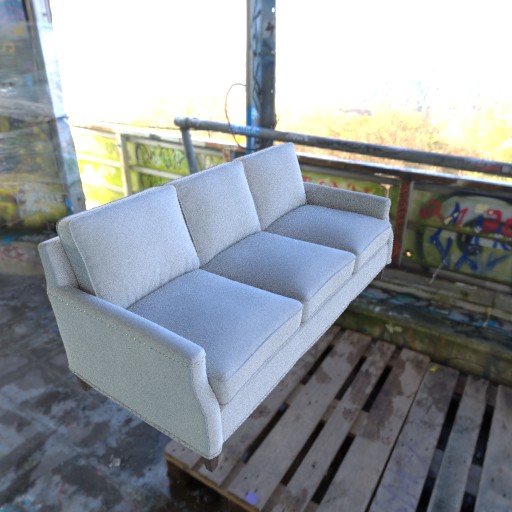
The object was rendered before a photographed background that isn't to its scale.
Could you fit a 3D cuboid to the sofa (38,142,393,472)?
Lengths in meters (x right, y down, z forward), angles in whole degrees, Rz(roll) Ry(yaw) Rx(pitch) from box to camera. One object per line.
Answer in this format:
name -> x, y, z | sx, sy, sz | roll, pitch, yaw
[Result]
sofa -> 0.000, 0.000, 2.789 | 1.084, 1.003, 2.246 | 17, 31, 30
